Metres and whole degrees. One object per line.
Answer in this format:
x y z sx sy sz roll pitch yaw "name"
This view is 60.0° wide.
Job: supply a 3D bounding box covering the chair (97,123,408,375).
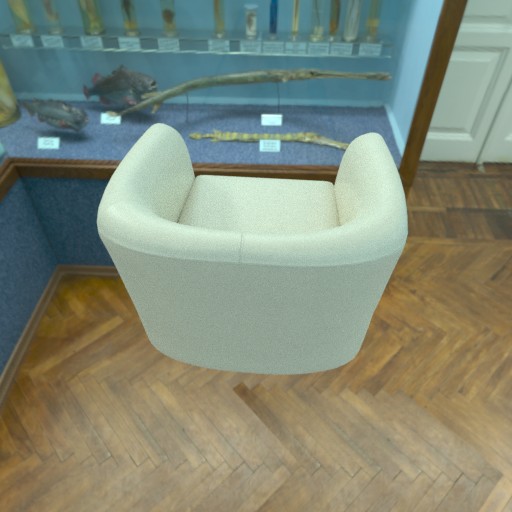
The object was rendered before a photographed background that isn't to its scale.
0.000 0.000 1.398 0.792 0.756 0.727 4 45 3 "chair"
